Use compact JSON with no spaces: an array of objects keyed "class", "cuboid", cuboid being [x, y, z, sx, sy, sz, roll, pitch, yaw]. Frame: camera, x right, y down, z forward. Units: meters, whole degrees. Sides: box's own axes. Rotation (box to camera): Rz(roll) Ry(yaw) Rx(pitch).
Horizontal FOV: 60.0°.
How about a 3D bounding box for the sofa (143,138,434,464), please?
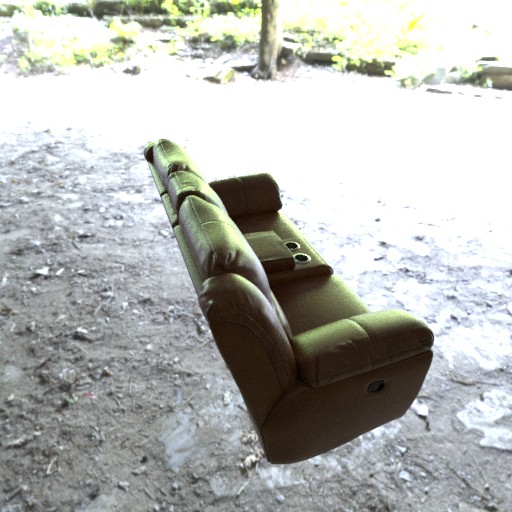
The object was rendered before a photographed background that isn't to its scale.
[{"class":"sofa","cuboid":[0.000,0.000,2.562,0.991,1.043,2.058,-10,32,-16]}]
